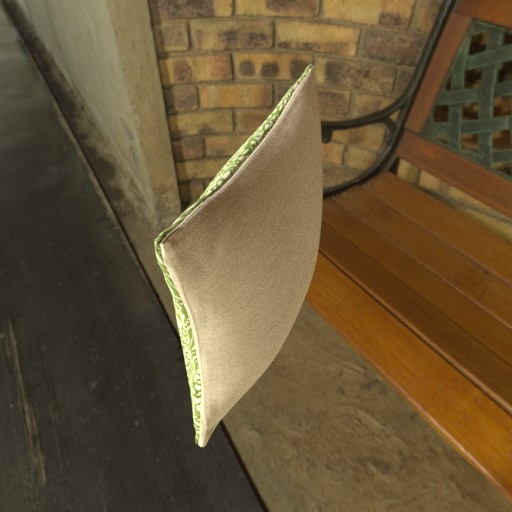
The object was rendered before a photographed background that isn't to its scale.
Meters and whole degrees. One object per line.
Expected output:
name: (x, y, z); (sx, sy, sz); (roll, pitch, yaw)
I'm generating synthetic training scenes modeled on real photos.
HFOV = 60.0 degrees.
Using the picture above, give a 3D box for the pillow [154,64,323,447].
pillow: (0.000, 0.000, 0.668); (0.162, 0.419, 0.440); (17, 47, 16)
